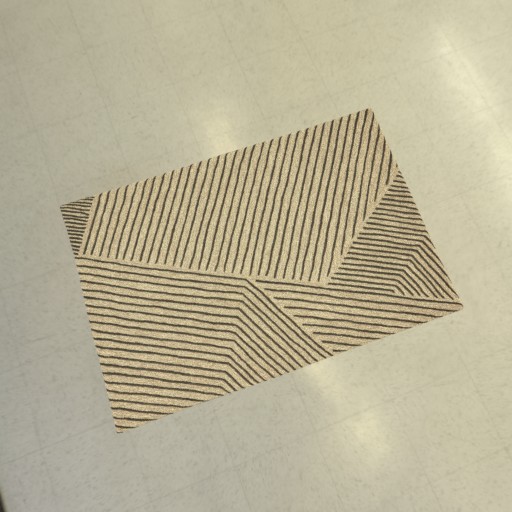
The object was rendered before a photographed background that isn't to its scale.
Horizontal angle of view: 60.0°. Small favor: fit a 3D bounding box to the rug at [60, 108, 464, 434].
[{"bbox_3d":[0.000,0.000,2.347,1.842,0.019,1.237,-19,77,-5],"label":"rug"}]
